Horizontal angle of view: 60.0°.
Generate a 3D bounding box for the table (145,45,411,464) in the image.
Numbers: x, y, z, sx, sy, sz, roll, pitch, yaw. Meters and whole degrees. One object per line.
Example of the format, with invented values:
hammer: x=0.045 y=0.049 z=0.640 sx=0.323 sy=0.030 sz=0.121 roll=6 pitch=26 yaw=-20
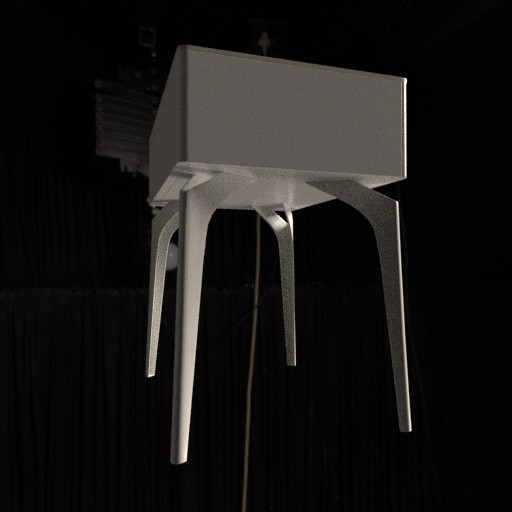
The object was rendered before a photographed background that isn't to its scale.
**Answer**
table: x=0.000 y=0.000 z=0.896 sx=0.400 sy=0.570 sz=0.500 roll=0 pitch=-1 yaw=-18
